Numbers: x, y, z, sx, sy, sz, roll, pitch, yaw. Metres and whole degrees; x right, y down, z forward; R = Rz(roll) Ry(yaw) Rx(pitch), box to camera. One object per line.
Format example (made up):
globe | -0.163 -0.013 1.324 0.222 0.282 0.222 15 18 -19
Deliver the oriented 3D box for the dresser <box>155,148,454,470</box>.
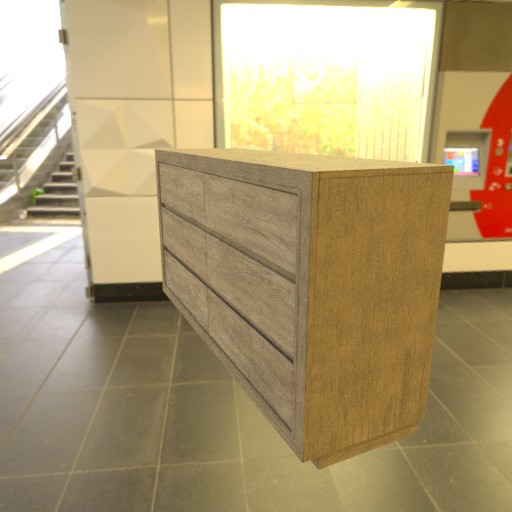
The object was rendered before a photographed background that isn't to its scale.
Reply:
dresser | 0.000 0.000 1.996 0.483 0.889 1.628 -7 17 -25
